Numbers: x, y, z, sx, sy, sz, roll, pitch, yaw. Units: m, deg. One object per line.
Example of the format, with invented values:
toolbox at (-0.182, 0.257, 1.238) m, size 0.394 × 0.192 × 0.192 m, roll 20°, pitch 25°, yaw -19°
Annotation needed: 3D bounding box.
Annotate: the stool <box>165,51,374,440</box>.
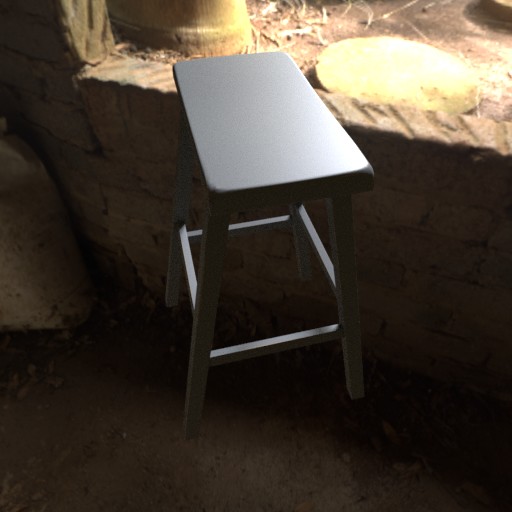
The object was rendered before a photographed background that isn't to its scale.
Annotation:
stool at (0.000, 0.000, 1.021) m, size 0.476 × 0.737 × 0.457 m, roll -10°, pitch 47°, yaw -10°
